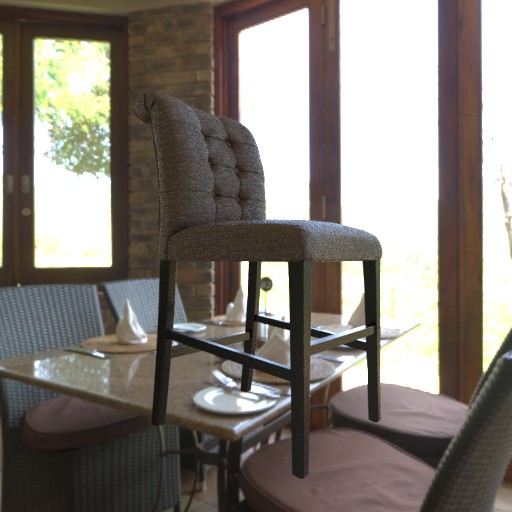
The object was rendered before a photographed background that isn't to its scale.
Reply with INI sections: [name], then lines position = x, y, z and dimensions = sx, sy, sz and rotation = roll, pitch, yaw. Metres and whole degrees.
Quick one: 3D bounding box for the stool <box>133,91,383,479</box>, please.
[stool]
position = 0.000, 0.000, 1.311
dimensions = 0.611, 0.970, 0.457
rotation = 0, 0, 37
